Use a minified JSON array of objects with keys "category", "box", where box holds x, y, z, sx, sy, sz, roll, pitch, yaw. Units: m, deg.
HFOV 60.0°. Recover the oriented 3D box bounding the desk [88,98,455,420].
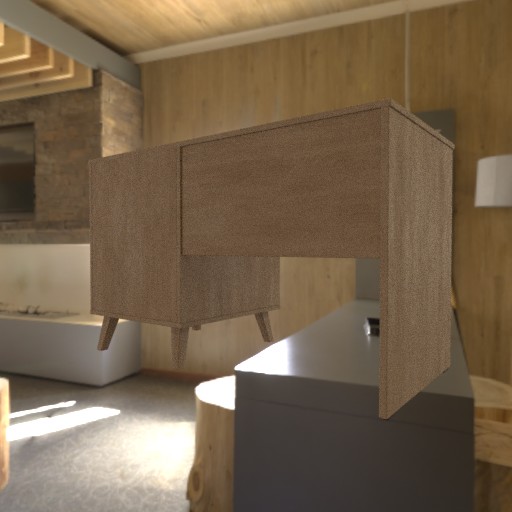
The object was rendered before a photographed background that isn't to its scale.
[{"category":"desk","box":[0.000,0.000,1.664,1.251,0.770,0.600,1,2,37]}]
